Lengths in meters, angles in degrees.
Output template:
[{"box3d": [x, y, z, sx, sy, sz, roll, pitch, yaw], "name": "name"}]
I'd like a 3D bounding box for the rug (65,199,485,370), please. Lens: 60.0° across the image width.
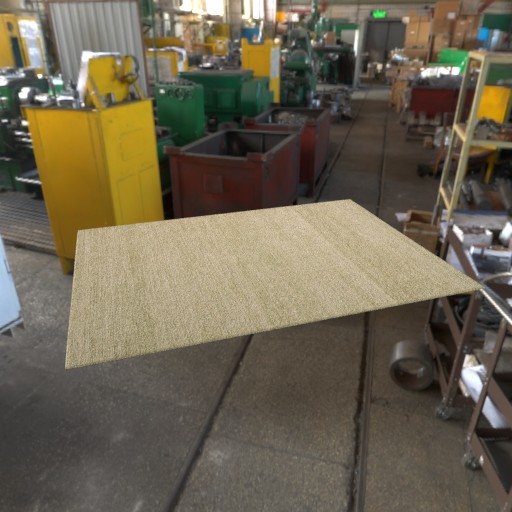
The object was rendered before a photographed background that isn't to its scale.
[{"box3d": [0.000, 0.000, 5.075, 3.935, 0.025, 2.782, -8, 28, -16], "name": "rug"}]
